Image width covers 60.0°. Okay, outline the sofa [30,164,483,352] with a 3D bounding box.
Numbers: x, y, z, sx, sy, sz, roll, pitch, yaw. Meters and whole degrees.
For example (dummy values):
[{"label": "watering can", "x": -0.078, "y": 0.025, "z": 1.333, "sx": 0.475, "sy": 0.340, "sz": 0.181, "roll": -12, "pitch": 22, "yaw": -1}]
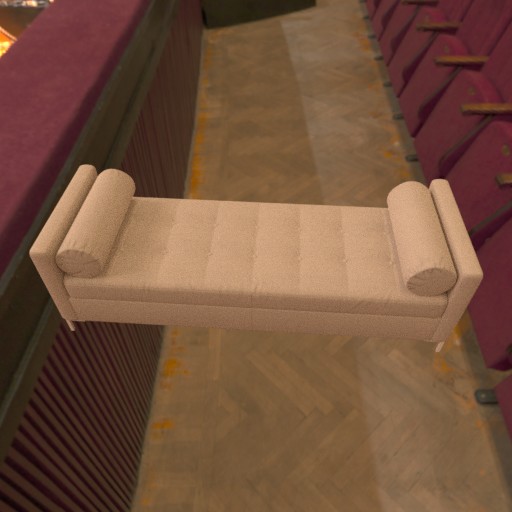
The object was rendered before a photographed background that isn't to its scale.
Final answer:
[{"label": "sofa", "x": 0.000, "y": 0.000, "z": 2.360, "sx": 1.981, "sy": 0.635, "sz": 0.686, "roll": 3, "pitch": 46, "yaw": 3}]
